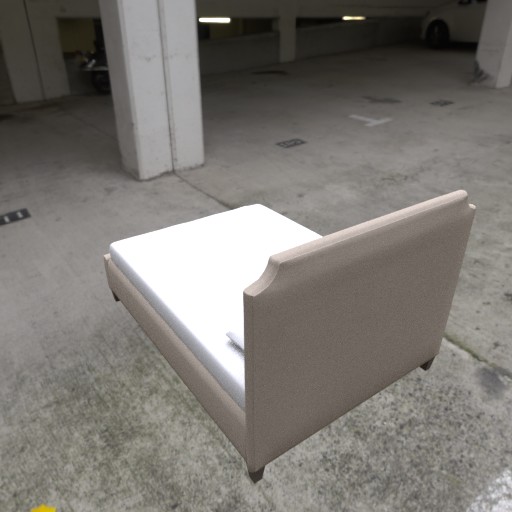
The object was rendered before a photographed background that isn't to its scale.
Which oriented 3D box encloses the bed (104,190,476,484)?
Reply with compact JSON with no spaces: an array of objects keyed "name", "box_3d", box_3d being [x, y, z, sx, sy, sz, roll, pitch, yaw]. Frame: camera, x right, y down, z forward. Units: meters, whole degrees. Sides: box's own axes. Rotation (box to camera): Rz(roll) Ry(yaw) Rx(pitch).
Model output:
[{"name":"bed","box_3d":[0.000,0.000,3.404,1.713,1.443,2.372,-19,34,-31]}]
